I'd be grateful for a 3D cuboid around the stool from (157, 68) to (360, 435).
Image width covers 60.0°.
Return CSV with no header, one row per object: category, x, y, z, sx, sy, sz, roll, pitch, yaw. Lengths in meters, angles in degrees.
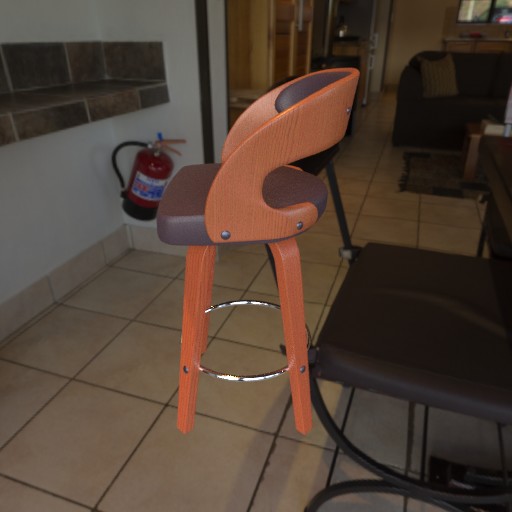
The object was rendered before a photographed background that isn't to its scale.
stool,0.000,0.000,1.204,0.457,0.940,0.457,0,27,0
